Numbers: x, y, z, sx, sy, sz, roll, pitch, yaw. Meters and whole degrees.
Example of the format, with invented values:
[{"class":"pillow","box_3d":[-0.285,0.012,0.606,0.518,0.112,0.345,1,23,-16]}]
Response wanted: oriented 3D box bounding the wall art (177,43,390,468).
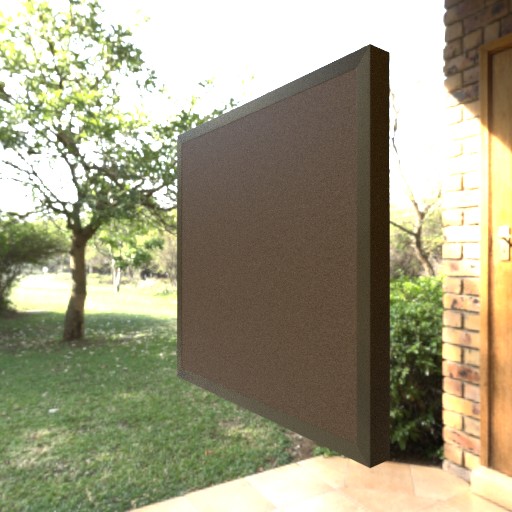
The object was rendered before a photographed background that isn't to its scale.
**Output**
[{"class":"wall art","box_3d":[0.000,0.000,0.745,0.038,0.508,0.507,0,0,-37]}]
